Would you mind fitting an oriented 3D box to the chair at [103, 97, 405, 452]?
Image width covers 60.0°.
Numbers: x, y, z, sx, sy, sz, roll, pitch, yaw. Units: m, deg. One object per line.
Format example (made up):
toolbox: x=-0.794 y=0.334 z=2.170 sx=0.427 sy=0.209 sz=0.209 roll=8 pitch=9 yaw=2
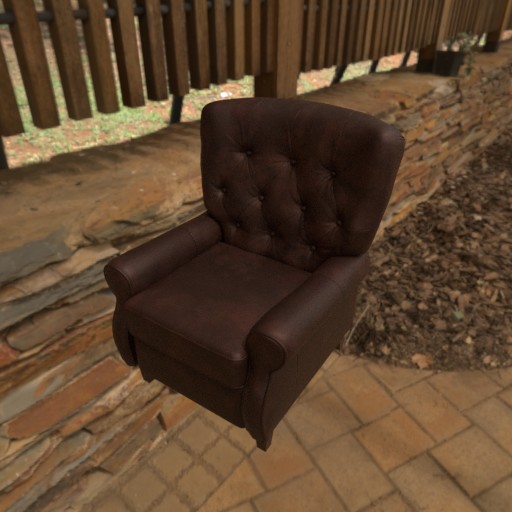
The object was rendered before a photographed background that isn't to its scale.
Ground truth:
chair: x=0.000 y=0.000 z=1.925 sx=0.948 sy=1.158 sz=1.058 roll=19 pitch=36 yaw=29
